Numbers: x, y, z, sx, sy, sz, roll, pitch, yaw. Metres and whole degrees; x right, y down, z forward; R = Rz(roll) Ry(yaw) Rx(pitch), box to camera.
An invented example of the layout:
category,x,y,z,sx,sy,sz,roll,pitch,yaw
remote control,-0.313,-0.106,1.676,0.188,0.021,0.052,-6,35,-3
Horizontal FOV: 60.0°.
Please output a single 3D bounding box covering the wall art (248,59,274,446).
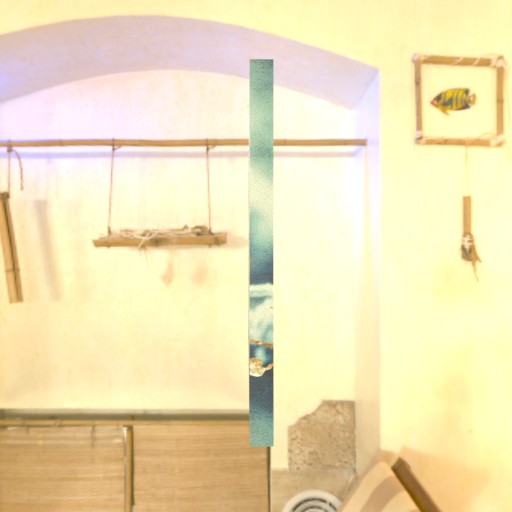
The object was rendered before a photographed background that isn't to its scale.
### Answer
category,x,y,z,sx,sy,sz,roll,pitch,yaw
wall art,0.000,0.000,1.151,0.038,0.608,0.912,0,-1,-1
